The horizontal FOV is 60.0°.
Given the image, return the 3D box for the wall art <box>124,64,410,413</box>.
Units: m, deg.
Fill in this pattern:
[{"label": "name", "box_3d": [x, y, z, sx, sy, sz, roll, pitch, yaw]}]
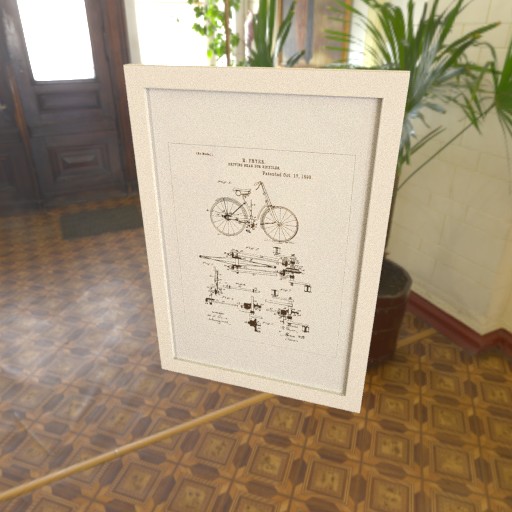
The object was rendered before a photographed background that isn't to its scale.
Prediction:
[{"label": "wall art", "box_3d": [0.000, 0.000, 0.608, 0.332, 0.477, 0.015, 8, 29, 15]}]
